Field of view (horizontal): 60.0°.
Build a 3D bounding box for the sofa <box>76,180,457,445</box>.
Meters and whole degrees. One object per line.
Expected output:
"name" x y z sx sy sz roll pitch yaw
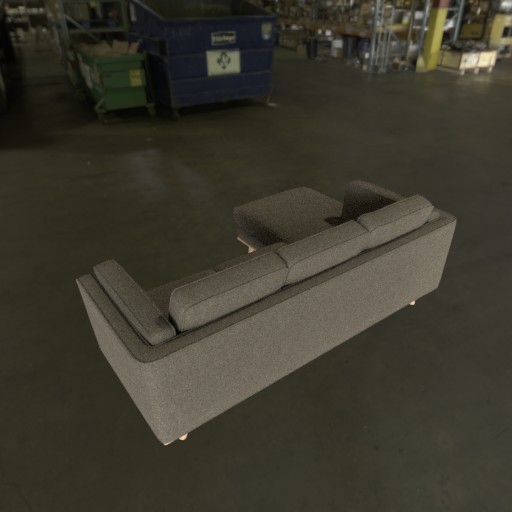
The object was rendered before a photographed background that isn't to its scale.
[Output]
"sofa" 0.000 0.000 3.173 2.411 0.929 1.604 -21 37 -31
